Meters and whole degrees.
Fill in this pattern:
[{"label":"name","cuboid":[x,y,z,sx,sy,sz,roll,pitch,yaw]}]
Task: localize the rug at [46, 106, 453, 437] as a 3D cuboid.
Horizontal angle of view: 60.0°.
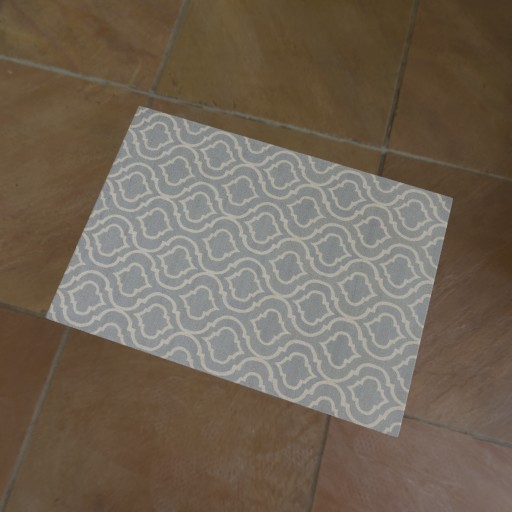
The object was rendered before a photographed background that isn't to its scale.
[{"label":"rug","cuboid":[0.000,0.000,2.640,2.080,0.010,1.451,18,76,4]}]
